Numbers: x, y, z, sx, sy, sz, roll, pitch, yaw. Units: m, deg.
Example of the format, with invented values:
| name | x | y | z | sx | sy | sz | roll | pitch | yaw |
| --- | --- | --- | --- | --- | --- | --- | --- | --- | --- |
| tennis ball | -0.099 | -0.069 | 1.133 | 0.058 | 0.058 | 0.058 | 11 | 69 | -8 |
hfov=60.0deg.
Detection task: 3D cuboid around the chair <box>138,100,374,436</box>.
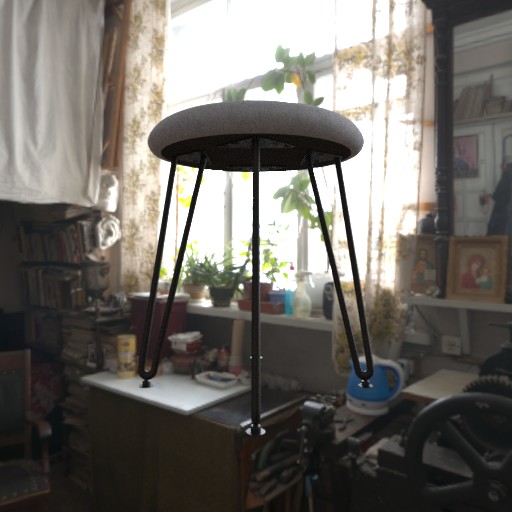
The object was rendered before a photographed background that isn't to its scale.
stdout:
| name | x | y | z | sx | sy | sz | roll | pitch | yaw |
| --- | --- | --- | --- | --- | --- | --- | --- | --- | --- |
| chair | 0.000 | 0.000 | 0.653 | 0.350 | 0.386 | 0.350 | 0 | 1 | 0 |
